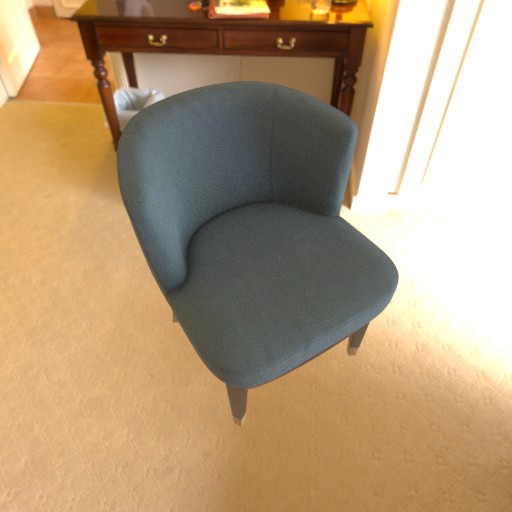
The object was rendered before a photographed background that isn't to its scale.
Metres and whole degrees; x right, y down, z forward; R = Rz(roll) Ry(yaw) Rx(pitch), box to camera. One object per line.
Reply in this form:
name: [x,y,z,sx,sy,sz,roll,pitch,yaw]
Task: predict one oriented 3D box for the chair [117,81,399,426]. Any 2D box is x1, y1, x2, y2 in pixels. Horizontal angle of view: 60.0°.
chair: [0.000,0.000,1.323,0.661,0.760,0.702,-25,51,-22]
